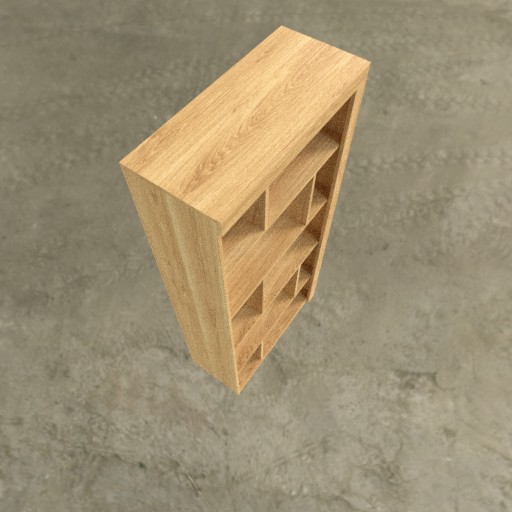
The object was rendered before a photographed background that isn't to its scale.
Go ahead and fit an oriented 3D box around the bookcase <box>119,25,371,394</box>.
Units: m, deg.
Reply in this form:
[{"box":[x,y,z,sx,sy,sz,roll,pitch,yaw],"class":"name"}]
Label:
[{"box":[0.000,0.000,2.443,0.420,2.020,0.950,31,63,18],"class":"bookcase"}]
